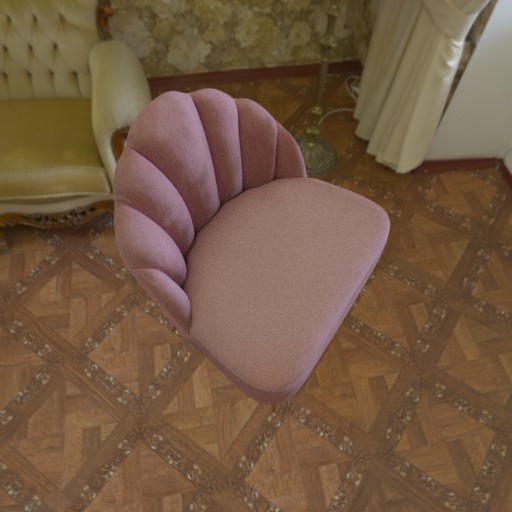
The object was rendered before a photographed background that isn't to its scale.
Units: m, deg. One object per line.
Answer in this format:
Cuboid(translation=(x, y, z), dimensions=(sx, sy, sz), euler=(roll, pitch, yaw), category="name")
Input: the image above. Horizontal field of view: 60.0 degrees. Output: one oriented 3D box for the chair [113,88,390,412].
Cuboid(translation=(0.000, 0.000, 1.277), dimensions=(0.599, 0.819, 0.657), euler=(29, 62, 17), category="chair")
